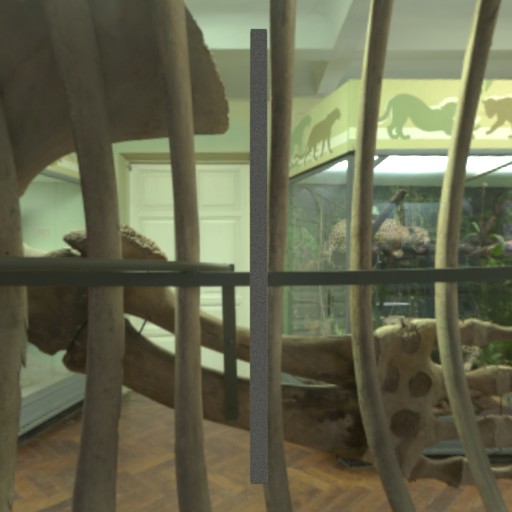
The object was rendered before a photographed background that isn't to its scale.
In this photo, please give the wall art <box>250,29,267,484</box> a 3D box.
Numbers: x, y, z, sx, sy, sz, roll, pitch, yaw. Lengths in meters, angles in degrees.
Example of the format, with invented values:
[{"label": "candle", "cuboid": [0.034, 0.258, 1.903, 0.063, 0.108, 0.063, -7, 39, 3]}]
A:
[{"label": "wall art", "cuboid": [0.000, 0.000, 0.744, 0.020, 0.536, 0.444, 0, 0, -1]}]
